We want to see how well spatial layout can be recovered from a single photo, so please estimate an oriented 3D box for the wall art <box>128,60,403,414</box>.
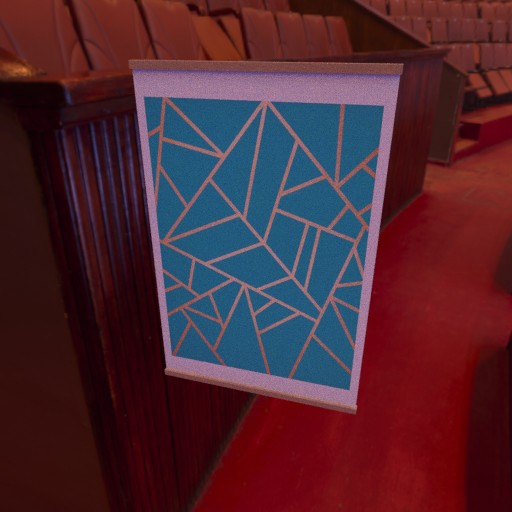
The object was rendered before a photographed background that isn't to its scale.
[{"bbox_3d":[0.000,0.000,1.892,0.990,1.519,0.030,7,27,15],"label":"wall art"}]
